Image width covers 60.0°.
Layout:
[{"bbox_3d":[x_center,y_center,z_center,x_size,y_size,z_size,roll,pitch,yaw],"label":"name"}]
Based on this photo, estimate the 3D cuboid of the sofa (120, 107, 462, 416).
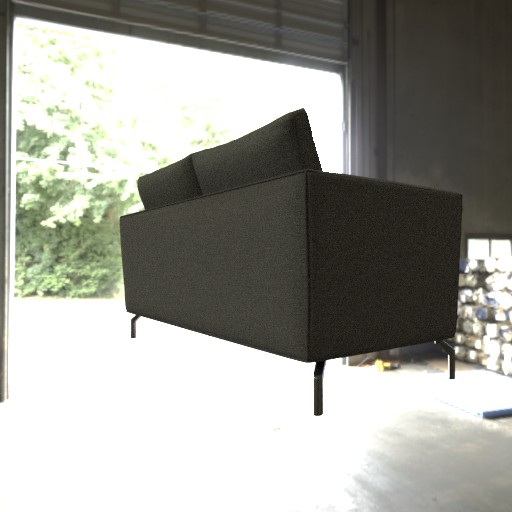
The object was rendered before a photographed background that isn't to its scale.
[{"bbox_3d":[0.000,0.000,2.075,0.803,0.924,1.594,0,-1,-35],"label":"sofa"}]
